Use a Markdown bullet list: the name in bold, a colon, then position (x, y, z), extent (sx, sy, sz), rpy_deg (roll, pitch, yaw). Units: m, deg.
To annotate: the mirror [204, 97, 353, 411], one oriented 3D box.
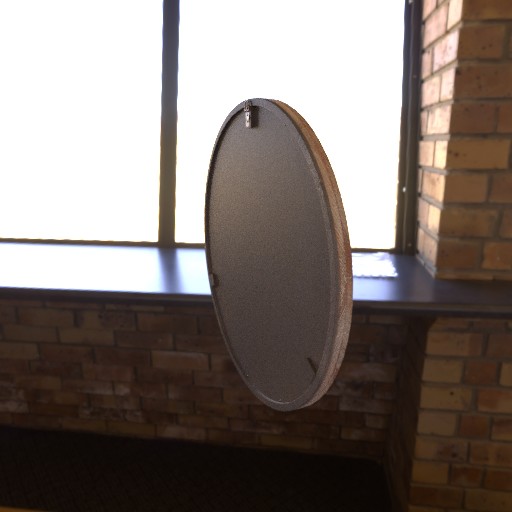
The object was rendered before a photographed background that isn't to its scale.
- **mirror**: position (0.000, 0.000, 1.056), extent (0.038, 0.710, 0.710), rpy_deg (-6, 16, -24)
